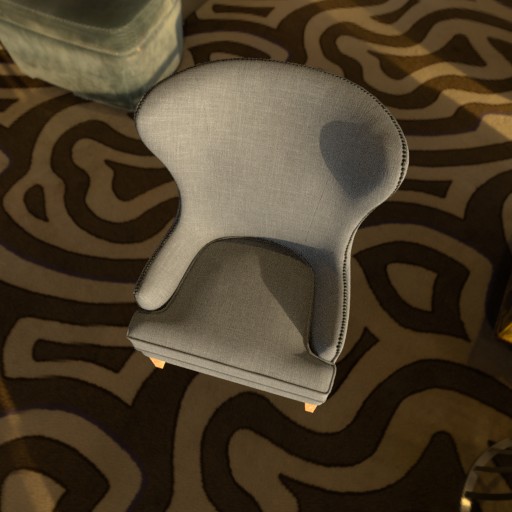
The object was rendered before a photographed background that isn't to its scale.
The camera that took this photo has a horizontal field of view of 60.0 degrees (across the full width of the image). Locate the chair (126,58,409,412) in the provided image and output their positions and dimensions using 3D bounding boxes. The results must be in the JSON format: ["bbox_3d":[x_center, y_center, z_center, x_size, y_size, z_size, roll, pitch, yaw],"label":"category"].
[{"bbox_3d":[0.000,0.000,1.787,0.864,1.176,0.883,14,61,8],"label":"chair"}]
